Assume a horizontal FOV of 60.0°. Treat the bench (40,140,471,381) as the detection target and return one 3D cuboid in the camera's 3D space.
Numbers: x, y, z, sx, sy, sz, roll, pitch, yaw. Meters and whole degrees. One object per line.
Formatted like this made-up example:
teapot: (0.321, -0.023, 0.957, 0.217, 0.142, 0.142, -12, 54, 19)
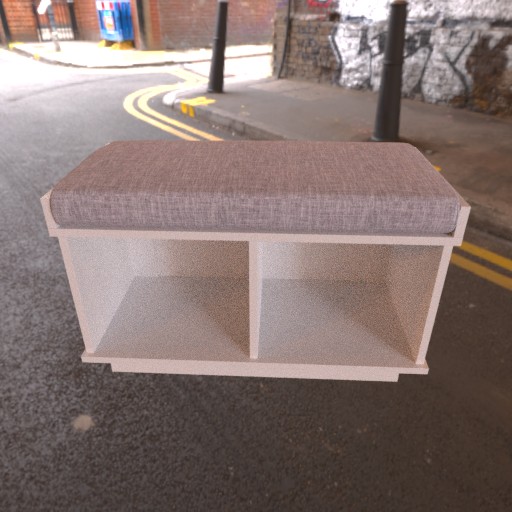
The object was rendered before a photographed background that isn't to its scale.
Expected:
bench: (0.000, 0.000, 1.001, 0.734, 0.461, 0.362, 1, 30, 2)
